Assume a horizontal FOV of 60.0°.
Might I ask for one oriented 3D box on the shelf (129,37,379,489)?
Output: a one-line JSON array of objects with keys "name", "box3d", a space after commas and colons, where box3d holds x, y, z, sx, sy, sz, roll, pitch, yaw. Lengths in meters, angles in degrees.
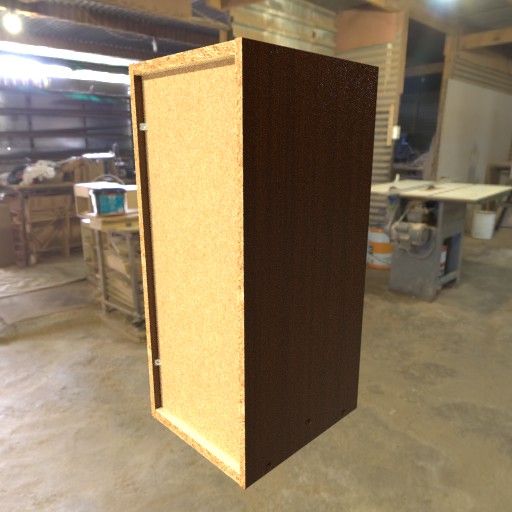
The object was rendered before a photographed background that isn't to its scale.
[{"name": "shelf", "box3d": [0.000, 0.000, 0.751, 0.290, 0.600, 0.253, -14, 20, -43]}]
